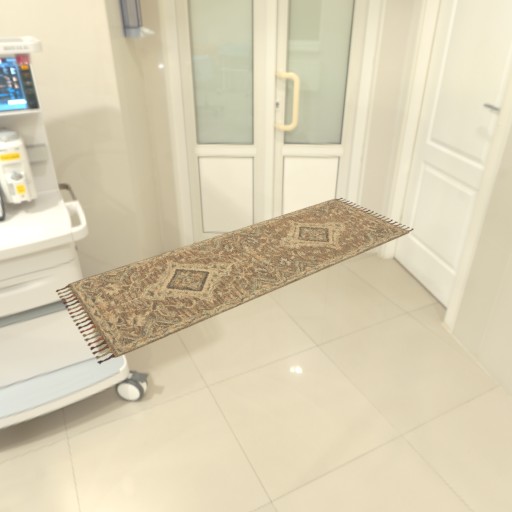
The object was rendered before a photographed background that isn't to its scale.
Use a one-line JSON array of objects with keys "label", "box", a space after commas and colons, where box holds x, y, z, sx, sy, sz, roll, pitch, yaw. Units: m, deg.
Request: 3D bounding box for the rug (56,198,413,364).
[{"label": "rug", "box": [0.000, 0.000, 2.821, 2.378, 0.018, 1.324, -10, 32, -17]}]
